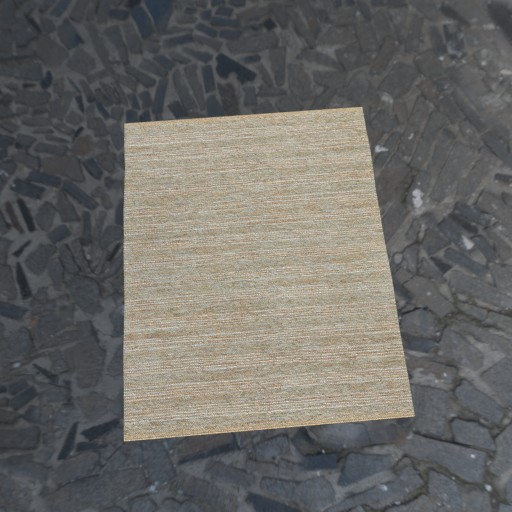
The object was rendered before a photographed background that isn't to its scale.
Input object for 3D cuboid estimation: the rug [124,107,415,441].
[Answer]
[{"bbox_3d":[0.000,0.000,4.150,2.471,0.012,3.034,-4,74,-1],"label":"rug"}]
